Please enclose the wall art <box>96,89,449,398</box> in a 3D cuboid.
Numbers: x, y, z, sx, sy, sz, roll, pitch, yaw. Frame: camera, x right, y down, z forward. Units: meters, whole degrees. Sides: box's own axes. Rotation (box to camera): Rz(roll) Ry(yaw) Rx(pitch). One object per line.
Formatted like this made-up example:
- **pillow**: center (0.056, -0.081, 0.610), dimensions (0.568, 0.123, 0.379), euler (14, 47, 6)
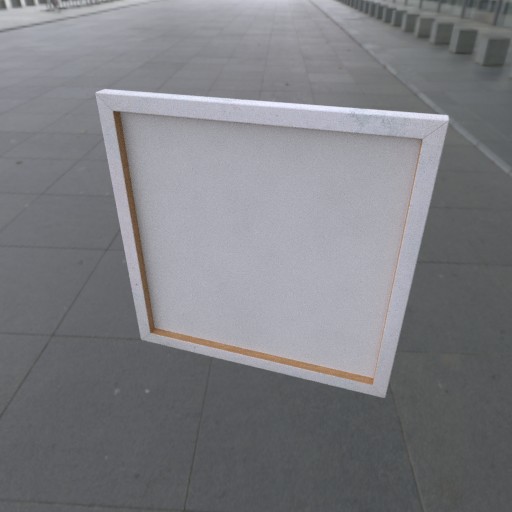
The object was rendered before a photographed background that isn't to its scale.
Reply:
- **wall art**: center (0.000, 0.000, 1.134), dimensions (0.762, 0.762, 0.038), euler (10, 34, 15)
